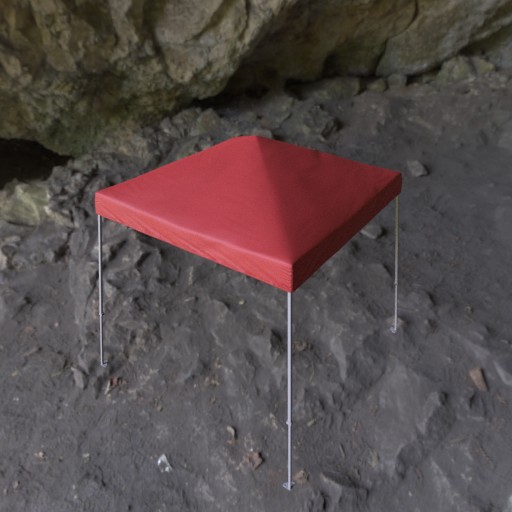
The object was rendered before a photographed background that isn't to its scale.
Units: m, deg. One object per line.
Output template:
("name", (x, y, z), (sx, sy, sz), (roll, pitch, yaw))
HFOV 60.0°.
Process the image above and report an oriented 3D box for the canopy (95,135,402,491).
("canopy", (0.000, 0.000, 5.195), (2.848, 2.849, 2.849), (21, 37, 30))
